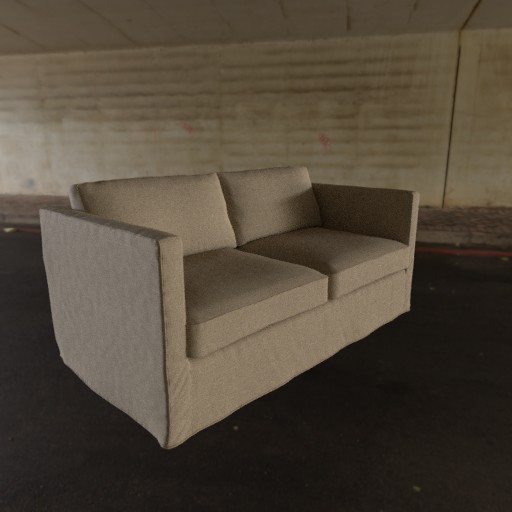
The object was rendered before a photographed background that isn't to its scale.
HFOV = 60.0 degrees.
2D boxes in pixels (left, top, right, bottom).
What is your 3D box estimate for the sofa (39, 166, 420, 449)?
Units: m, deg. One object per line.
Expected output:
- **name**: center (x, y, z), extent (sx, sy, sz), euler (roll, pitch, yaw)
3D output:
- **sofa**: center (0.000, 0.000, 2.261), extent (0.956, 0.828, 1.766), euler (14, 20, 42)
